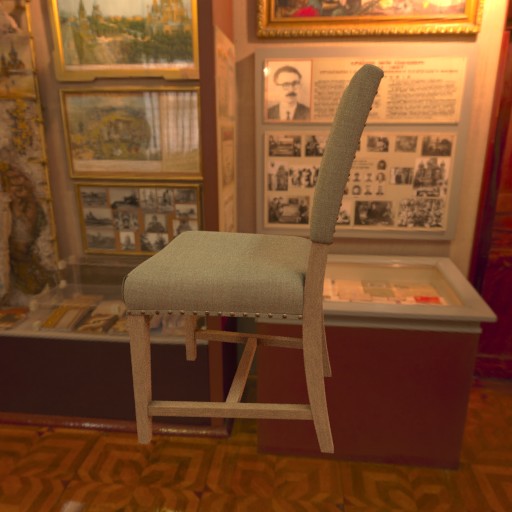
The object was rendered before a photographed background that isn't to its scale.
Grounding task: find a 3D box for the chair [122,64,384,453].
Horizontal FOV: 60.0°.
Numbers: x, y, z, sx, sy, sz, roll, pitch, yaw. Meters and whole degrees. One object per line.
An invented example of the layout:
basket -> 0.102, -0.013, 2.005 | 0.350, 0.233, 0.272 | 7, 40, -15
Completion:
chair -> 0.000, 0.000, 1.307 | 0.622, 0.986, 0.508 | 2, 17, 8
